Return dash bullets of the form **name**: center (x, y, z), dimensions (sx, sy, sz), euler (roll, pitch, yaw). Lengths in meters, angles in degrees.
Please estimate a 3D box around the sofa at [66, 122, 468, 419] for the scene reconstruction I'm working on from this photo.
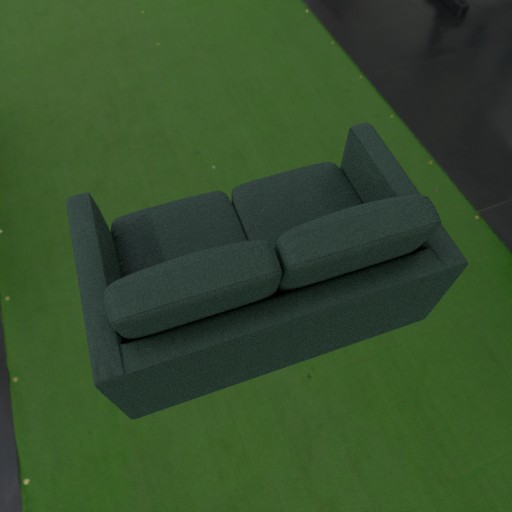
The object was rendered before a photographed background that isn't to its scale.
- **sofa**: center (0.000, 0.000, 1.990), dimensions (1.430, 0.899, 0.879), euler (-16, 60, -10)
